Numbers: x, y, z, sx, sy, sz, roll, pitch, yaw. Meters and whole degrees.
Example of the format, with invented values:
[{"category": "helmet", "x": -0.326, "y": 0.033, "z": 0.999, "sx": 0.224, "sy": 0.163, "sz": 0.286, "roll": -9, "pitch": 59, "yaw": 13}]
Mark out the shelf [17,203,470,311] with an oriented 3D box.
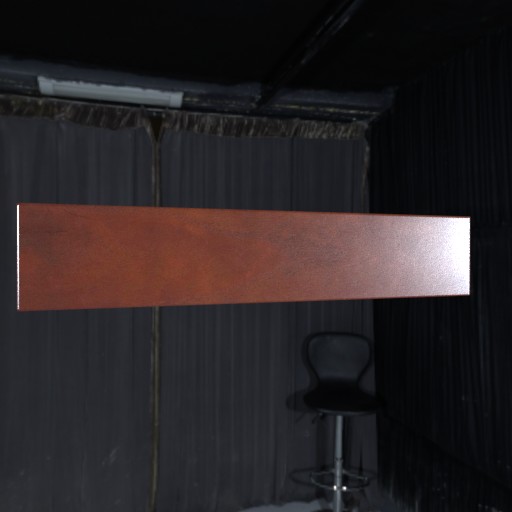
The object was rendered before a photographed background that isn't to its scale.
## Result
[{"category": "shelf", "x": 0.000, "y": 0.000, "z": 0.503, "sx": 0.457, "sy": 0.088, "sz": 0.152, "roll": 0, "pitch": 0, "yaw": -18}]
